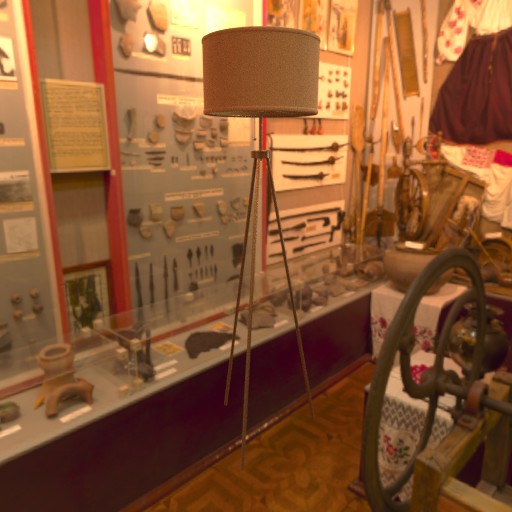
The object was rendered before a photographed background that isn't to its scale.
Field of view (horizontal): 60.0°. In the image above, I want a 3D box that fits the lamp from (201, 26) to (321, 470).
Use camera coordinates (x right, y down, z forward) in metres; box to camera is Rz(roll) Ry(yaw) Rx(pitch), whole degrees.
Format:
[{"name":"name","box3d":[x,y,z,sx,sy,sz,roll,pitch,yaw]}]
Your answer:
[{"name":"lamp","box3d":[0.000,0.000,1.741,0.449,1.545,0.460,-14,20,-43]}]
